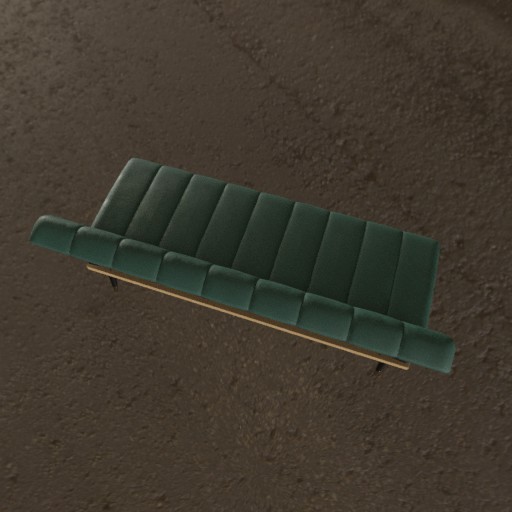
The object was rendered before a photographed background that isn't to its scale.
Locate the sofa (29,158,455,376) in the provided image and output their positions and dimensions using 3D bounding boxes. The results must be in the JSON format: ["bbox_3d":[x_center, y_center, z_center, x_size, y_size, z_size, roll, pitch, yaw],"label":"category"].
[{"bbox_3d":[0.000,0.000,2.283,1.810,0.820,0.830,16,65,8],"label":"sofa"}]
